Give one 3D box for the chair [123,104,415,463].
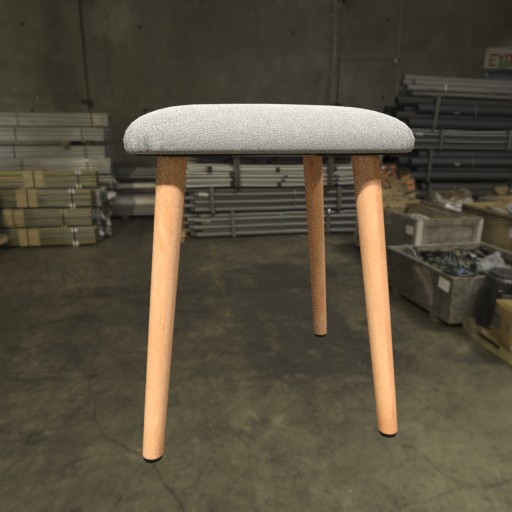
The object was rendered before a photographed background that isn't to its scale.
[{"bbox_3d":[0.000,0.000,0.688,0.350,0.440,0.350,-2,15,-9],"label":"chair"}]
